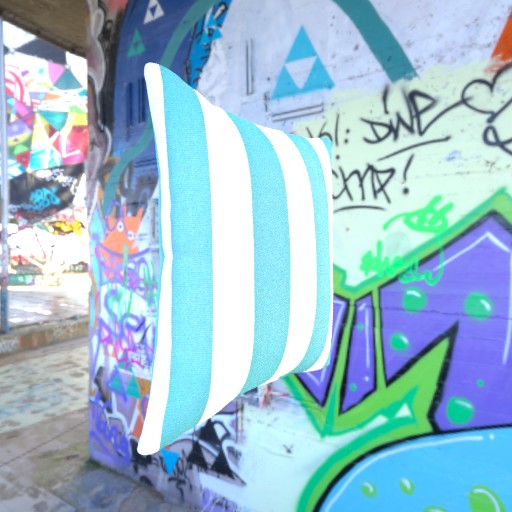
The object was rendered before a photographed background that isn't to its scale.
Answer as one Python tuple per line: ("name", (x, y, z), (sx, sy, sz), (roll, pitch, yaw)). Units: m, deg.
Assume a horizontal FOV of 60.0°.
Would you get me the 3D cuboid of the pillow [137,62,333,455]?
("pillow", (0.000, 0.000, 0.801), (0.189, 0.526, 0.536), (1, 1, 36))
